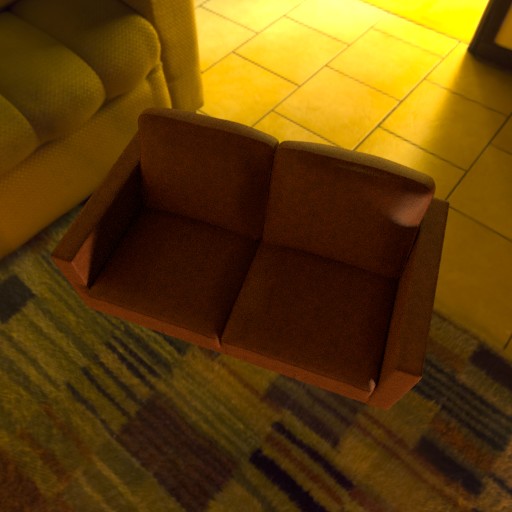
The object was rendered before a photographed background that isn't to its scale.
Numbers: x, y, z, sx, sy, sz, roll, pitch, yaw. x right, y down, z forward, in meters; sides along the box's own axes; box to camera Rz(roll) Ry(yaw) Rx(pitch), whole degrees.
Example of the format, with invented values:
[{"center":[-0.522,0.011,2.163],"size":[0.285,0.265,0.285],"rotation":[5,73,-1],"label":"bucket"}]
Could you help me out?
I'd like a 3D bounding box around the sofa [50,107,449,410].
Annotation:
[{"center":[0.000,0.000,2.128],"size":[1.578,0.951,0.909],"rotation":[17,60,10],"label":"sofa"}]
